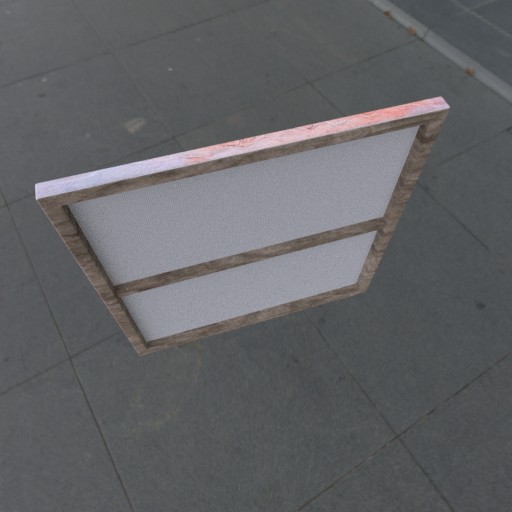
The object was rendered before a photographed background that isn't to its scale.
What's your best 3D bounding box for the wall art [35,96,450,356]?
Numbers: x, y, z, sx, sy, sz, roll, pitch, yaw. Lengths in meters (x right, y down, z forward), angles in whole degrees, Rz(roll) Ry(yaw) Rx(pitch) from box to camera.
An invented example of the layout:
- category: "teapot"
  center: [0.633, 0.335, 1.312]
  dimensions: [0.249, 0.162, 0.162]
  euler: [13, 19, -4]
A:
- category: "wall art"
  center: [0.000, 0.000, 1.090]
  dimensions: [0.747, 0.747, 0.035]
  euler: [-15, 59, -9]
